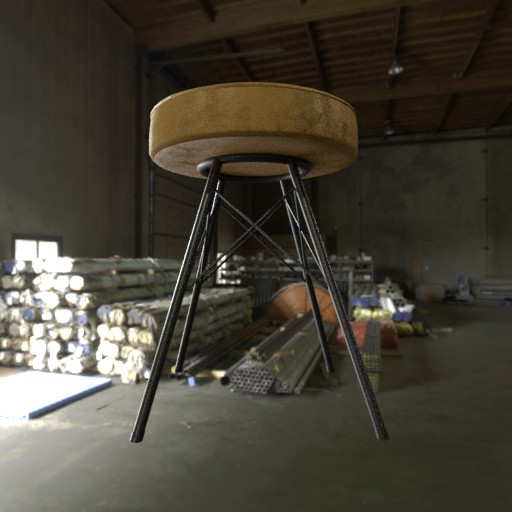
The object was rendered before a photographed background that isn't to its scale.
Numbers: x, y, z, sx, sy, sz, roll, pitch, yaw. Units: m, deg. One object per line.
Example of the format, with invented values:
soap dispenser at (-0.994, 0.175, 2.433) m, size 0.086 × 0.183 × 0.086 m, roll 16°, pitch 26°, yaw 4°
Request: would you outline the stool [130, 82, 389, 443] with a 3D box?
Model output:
stool at (0.000, 0.000, 0.935) m, size 0.438 × 0.595 × 0.472 m, roll 0°, pitch -1°, yaw 1°
